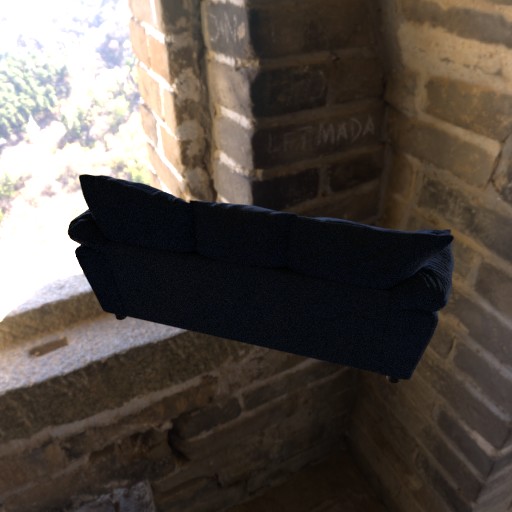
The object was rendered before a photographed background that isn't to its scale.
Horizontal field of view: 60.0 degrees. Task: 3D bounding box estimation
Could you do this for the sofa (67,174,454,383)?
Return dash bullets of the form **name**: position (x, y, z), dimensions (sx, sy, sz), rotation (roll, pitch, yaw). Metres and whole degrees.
- **sofa**: position (0.000, 0.000, 2.934), dimensions (2.390, 1.091, 0.907), rotation (10, 33, 15)
